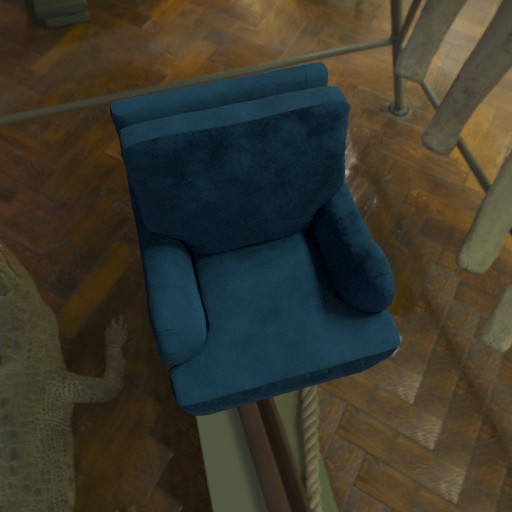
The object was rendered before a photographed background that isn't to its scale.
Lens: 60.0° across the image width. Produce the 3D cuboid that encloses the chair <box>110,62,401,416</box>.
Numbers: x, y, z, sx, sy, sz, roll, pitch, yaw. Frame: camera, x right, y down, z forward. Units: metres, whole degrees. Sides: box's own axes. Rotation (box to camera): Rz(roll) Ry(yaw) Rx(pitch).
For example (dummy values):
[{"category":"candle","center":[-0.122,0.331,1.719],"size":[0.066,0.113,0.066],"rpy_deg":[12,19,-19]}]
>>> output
[{"category":"chair","center":[0.000,0.000,1.836],"size":[0.895,1.076,1.078],"rpy_deg":[-14,65,-7]}]
